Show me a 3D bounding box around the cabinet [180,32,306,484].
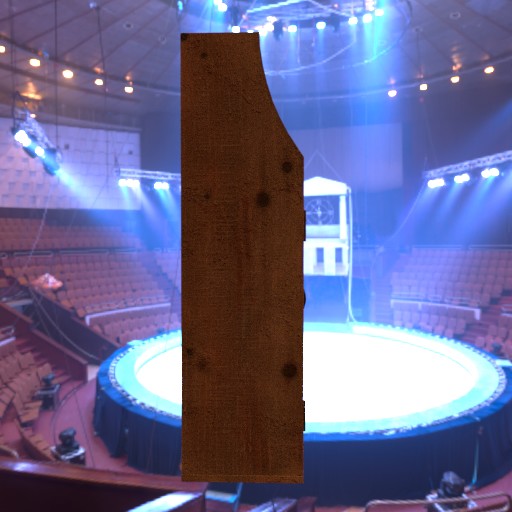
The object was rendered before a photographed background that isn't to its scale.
[{"bbox_3d":[0.000,0.000,0.824,0.184,0.590,0.489,0,1,2],"label":"cabinet"}]
